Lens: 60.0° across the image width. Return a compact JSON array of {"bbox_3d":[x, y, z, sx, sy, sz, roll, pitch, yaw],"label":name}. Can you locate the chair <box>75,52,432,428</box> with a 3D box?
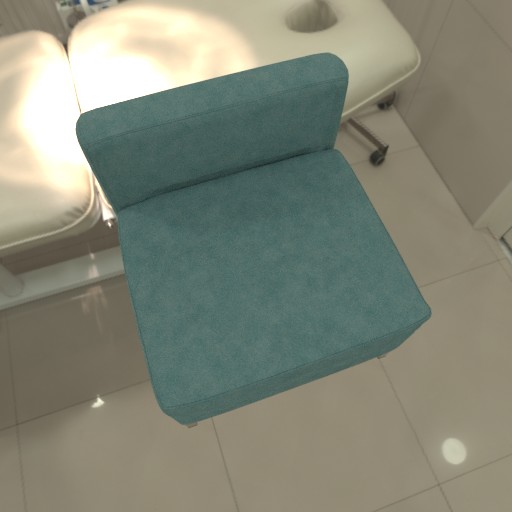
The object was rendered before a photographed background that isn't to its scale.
[{"bbox_3d":[0.000,0.000,1.202,0.684,0.660,0.685,-17,65,-9],"label":"chair"}]
